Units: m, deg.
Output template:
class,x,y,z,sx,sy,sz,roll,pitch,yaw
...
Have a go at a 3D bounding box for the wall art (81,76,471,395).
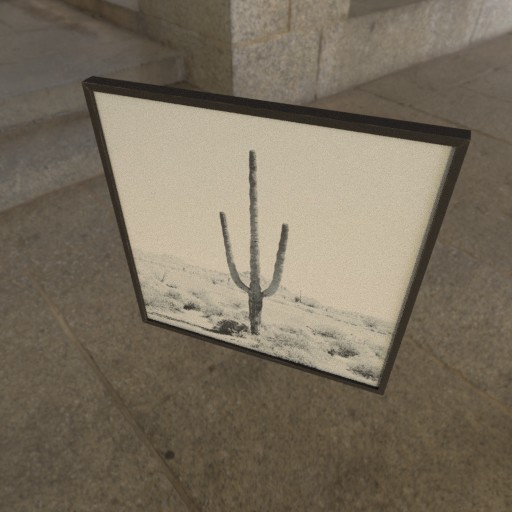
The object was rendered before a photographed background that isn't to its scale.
class,x,y,z,sx,sy,sz,roll,pitch,yaw
wall art,0.000,0.000,1.086,0.762,0.762,0.038,14,43,15
